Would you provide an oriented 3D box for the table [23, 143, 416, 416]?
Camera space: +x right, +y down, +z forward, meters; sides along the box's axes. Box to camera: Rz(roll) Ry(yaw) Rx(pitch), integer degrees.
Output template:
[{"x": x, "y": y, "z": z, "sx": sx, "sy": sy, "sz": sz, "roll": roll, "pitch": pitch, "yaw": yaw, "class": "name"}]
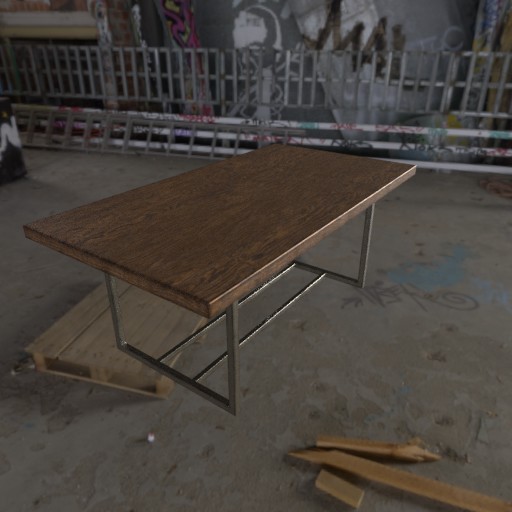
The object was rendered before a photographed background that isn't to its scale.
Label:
[{"x": 0.000, "y": 0.000, "z": 2.547, "sx": 1.078, "sy": 0.795, "sz": 1.989, "roll": 18, "pitch": 32, "yaw": 32, "class": "table"}]
